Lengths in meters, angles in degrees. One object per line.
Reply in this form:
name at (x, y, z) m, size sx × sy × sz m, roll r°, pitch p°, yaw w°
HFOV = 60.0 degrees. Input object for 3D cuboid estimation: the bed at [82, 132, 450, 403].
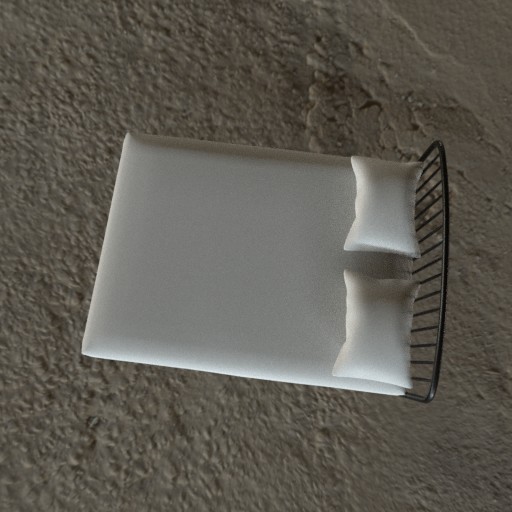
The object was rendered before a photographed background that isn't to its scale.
bed at (0.000, 0.000, 3.036) m, size 2.159 × 1.166 × 1.618 m, roll 7°, pitch 77°, yaw 2°
